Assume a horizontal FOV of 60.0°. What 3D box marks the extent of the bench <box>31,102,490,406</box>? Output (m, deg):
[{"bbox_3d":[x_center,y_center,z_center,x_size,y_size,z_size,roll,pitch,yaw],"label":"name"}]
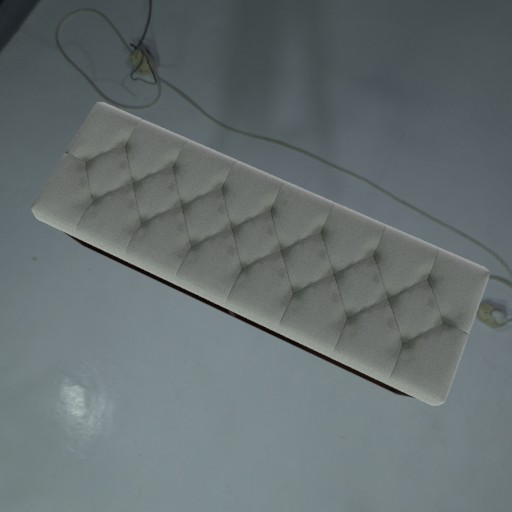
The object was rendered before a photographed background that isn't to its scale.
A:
[{"bbox_3d":[0.000,0.000,1.669,1.488,0.488,0.479,24,77,6],"label":"bench"}]
